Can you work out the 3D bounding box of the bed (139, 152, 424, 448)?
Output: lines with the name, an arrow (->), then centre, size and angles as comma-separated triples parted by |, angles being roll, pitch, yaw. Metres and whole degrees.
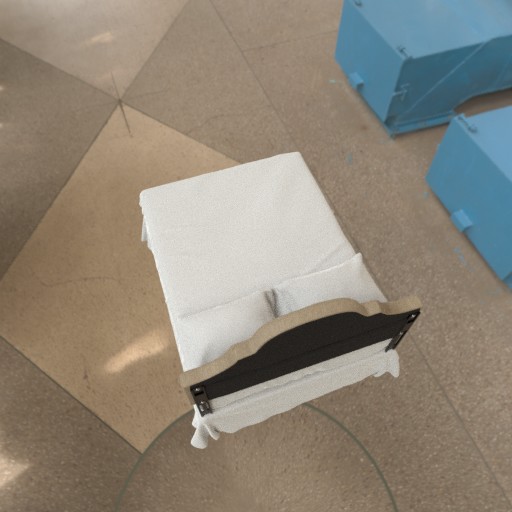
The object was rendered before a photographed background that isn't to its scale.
bed -> 0.000, 0.000, 3.531 | 1.780, 1.634, 2.222 | -16, 59, -10
